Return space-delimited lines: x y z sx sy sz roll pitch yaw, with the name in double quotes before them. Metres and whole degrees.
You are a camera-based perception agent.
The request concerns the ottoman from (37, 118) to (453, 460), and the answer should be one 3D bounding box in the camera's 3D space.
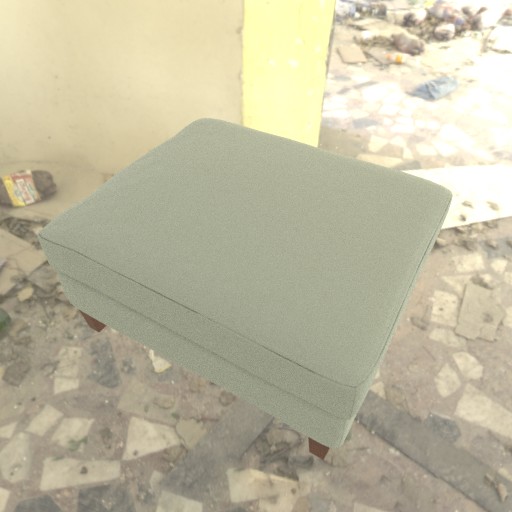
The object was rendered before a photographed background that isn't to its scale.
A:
"ottoman" 0.000 0.000 1.458 0.991 0.494 0.842 22 48 21
